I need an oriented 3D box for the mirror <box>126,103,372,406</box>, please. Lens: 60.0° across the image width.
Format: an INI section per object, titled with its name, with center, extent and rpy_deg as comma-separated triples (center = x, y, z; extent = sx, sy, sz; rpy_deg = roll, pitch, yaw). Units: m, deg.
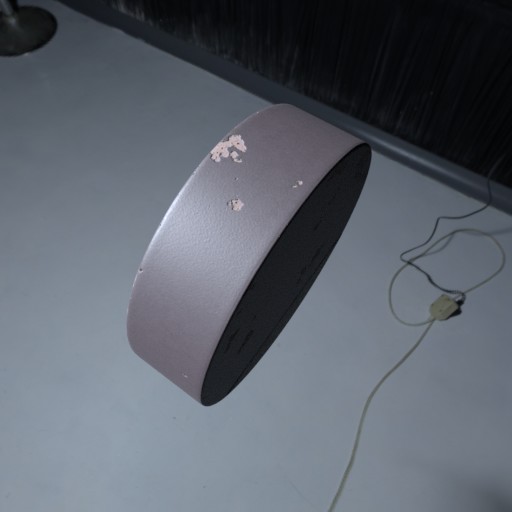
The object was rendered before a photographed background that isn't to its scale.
[mirror]
center = 0.000, 0.000, 0.598
extent = 0.126, 0.386, 0.386
rpy_deg = 32, 67, 15
